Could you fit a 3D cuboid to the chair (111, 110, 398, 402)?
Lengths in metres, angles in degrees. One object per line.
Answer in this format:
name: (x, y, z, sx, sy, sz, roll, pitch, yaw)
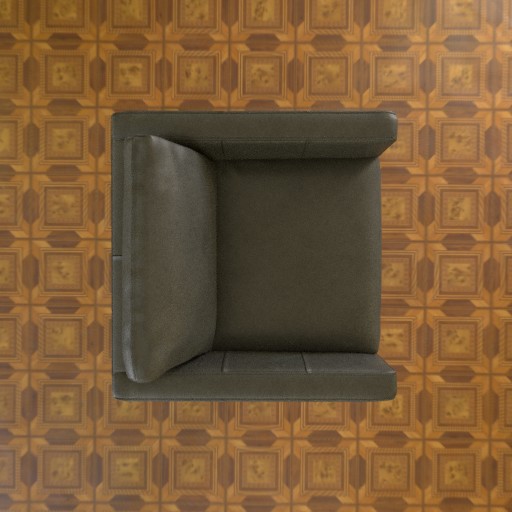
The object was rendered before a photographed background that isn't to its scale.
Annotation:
chair: (0.000, 0.000, 1.490, 0.861, 0.824, 0.967, 0, 90, 0)
